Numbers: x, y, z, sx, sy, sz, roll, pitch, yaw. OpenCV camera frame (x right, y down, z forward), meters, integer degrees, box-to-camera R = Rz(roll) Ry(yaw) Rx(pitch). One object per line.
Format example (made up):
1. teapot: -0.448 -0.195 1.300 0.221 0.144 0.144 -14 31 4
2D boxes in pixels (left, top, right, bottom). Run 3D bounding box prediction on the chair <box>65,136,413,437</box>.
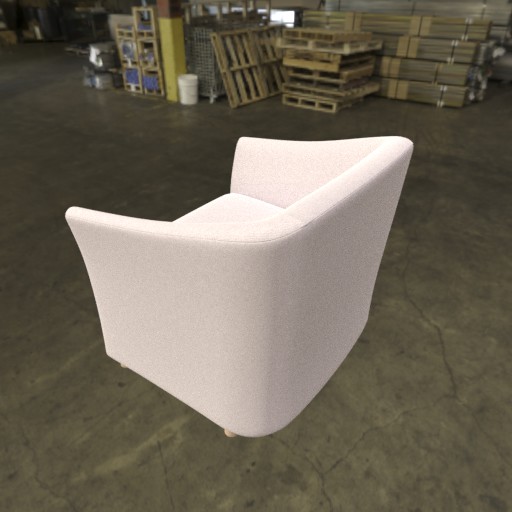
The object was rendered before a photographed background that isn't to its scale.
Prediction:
1. chair: 0.000 0.000 1.377 0.700 0.720 0.790 21 38 30
